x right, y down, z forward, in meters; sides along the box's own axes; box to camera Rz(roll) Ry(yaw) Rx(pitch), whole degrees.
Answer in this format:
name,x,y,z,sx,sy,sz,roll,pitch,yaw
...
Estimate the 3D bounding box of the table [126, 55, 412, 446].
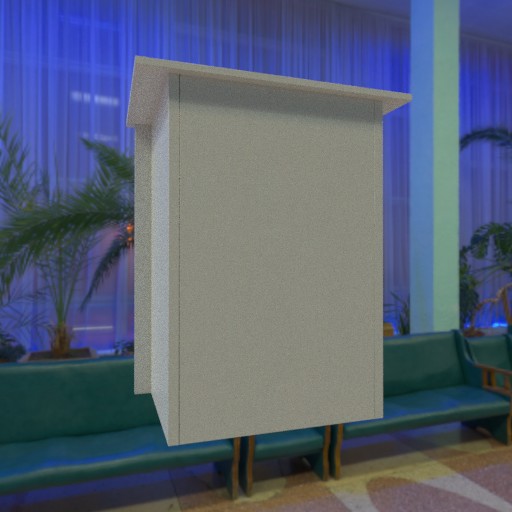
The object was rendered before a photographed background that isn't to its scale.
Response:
name,x,y,z,sx,sy,sz,roll,pitch,yaw
table,0.000,0.000,1.074,0.589,0.711,0.406,0,0,-18
